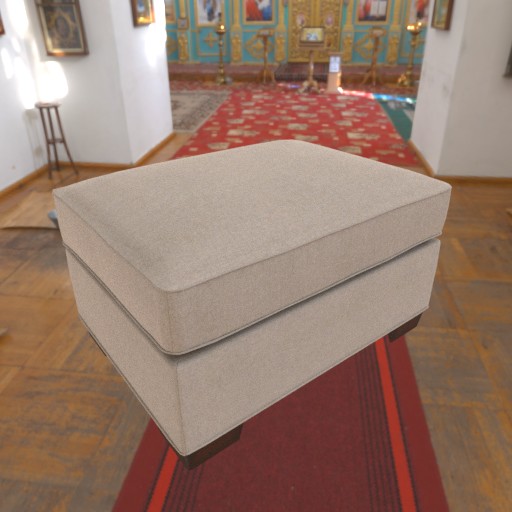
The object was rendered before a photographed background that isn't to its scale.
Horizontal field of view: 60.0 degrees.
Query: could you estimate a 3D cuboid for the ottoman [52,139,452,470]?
[{"bbox_3d":[0.000,0.000,1.215,0.846,0.503,0.617,-20,34,-33],"label":"ottoman"}]
